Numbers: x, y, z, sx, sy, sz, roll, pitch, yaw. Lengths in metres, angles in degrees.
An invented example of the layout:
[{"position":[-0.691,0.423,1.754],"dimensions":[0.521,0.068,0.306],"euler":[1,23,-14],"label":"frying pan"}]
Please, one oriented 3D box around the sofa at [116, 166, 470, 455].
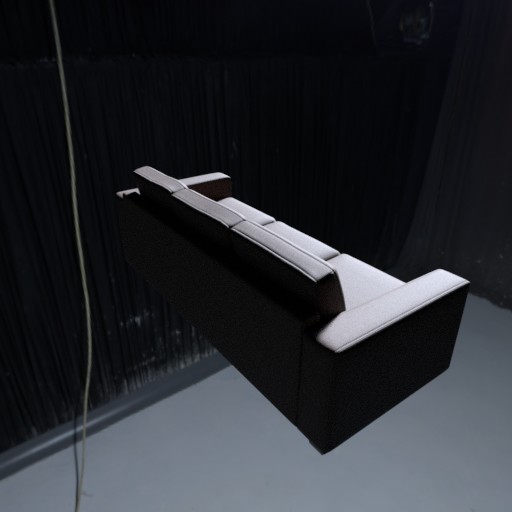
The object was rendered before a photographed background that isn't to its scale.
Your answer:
[{"position":[0.000,0.000,2.647],"dimensions":[0.900,0.806,2.160],"euler":[-19,32,-32],"label":"sofa"}]
